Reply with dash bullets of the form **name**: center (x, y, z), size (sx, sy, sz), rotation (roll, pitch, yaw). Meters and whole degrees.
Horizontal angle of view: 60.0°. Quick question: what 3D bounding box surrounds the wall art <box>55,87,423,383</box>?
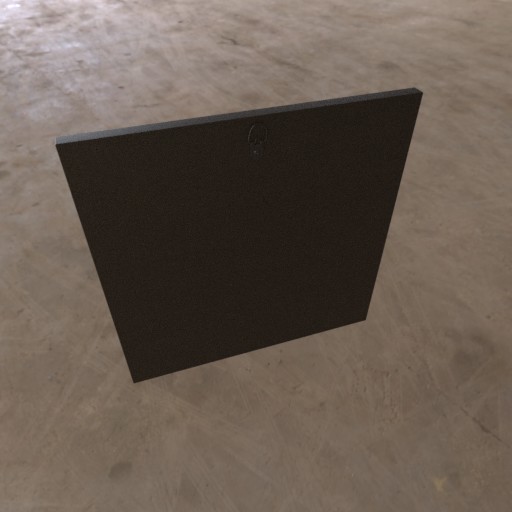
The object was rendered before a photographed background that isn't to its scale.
- **wall art**: center (0.000, 0.000, 1.205), size (0.805, 0.807, 0.043), rotation (-12, 43, -14)
